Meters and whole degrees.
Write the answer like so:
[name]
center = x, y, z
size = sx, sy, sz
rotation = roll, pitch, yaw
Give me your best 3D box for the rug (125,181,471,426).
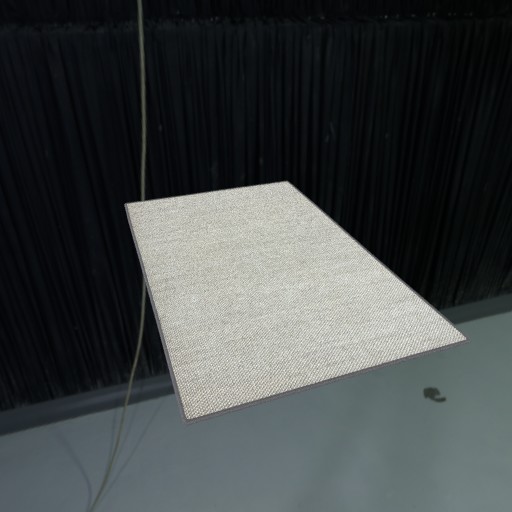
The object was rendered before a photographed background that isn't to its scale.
[rug]
center = 0.000, 0.000, 2.129
size = 1.067, 0.013, 1.676
rotation = -11, 33, -17
